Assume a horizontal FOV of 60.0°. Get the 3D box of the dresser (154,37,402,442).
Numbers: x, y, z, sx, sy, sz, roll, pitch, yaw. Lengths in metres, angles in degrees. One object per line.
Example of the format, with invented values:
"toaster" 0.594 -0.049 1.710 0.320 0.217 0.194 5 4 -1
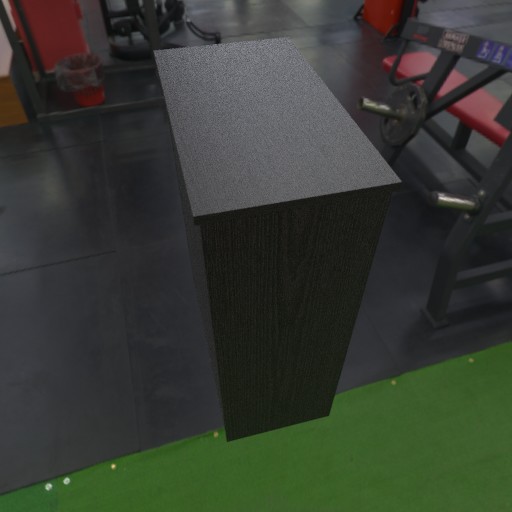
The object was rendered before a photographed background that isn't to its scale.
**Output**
"dresser" 0.000 0.000 1.384 0.399 1.020 0.704 -11 48 -10
